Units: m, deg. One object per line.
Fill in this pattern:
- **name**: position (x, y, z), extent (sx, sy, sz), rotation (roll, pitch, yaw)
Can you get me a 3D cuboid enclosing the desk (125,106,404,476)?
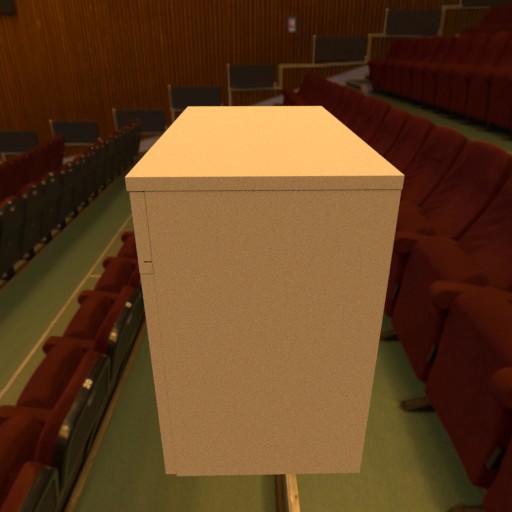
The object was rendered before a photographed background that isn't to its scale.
- **desk**: position (0.000, 0.000, 1.305), extent (0.482, 0.730, 0.898), rotation (-1, 26, -1)
